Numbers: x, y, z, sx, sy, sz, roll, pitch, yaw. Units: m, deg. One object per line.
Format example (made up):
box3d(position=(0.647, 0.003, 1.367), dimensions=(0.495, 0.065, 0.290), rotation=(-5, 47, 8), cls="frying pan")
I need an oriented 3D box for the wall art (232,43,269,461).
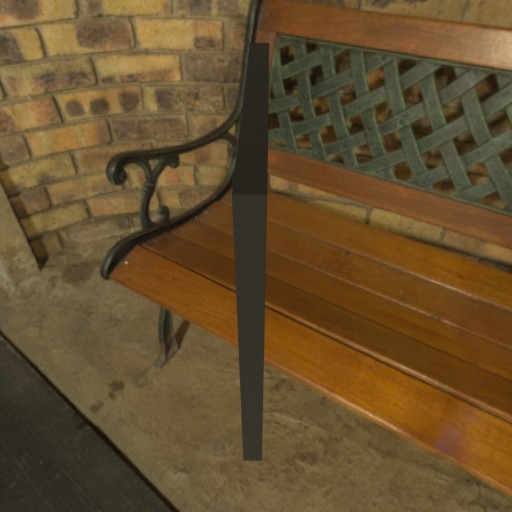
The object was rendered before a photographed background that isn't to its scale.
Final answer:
box3d(position=(0.000, 0.000, 0.765), dimensions=(0.033, 0.559, 0.457), rotation=(1, 42, 1), cls="wall art")
